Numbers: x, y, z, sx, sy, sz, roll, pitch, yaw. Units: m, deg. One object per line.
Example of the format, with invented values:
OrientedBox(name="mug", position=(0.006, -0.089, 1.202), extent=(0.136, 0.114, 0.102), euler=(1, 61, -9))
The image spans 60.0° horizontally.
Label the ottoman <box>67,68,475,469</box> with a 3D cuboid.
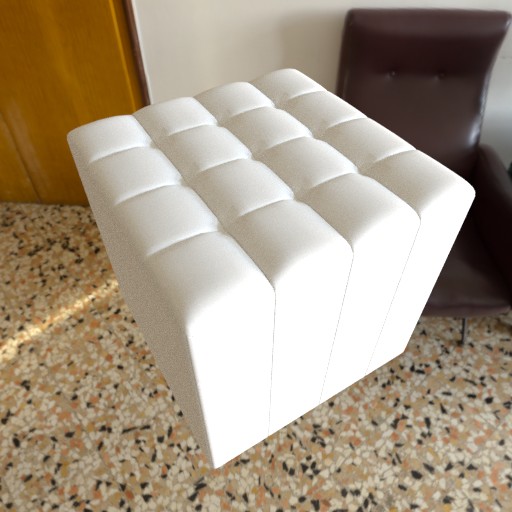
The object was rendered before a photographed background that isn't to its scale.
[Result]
OrientedBox(name="ottoman", position=(0.000, 0.000, 0.771), extent=(0.425, 0.432, 0.425), euler=(-24, 51, -21))
